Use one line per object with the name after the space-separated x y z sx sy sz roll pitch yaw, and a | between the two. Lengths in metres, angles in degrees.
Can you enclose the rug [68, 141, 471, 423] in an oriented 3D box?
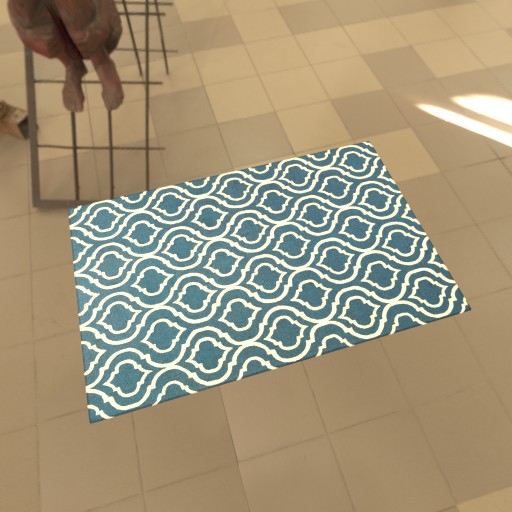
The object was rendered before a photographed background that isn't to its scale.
0.000 0.000 2.214 1.753 0.010 1.143 -14 60 -9 | rug
